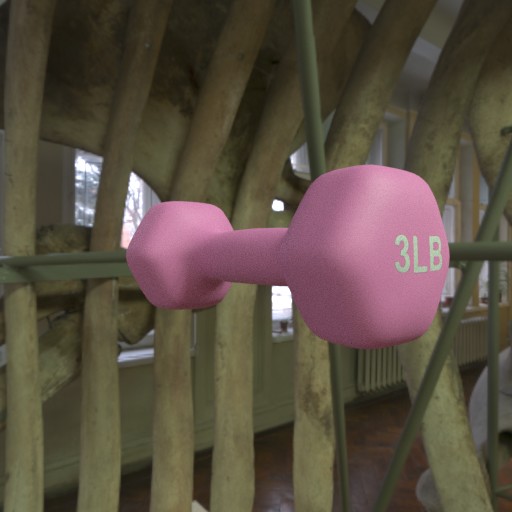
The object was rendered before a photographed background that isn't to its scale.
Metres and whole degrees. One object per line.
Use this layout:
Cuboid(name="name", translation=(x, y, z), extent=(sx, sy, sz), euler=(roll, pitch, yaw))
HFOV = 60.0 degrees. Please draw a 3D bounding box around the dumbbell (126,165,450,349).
Cuboid(name="dumbbell", translation=(0.000, 0.000, 0.195), extent=(0.064, 0.058, 0.159), euler=(0, 0, -38))
